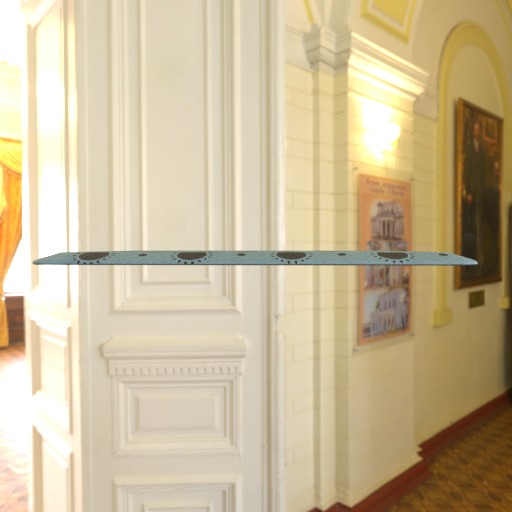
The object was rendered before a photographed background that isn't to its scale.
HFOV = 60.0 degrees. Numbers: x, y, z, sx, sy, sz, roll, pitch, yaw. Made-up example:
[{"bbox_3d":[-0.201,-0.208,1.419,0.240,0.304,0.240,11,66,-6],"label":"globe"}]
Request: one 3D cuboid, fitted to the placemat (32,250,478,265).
[{"bbox_3d":[0.000,0.000,0.981,0.762,0.021,0.508,0,1,2],"label":"placemat"}]
